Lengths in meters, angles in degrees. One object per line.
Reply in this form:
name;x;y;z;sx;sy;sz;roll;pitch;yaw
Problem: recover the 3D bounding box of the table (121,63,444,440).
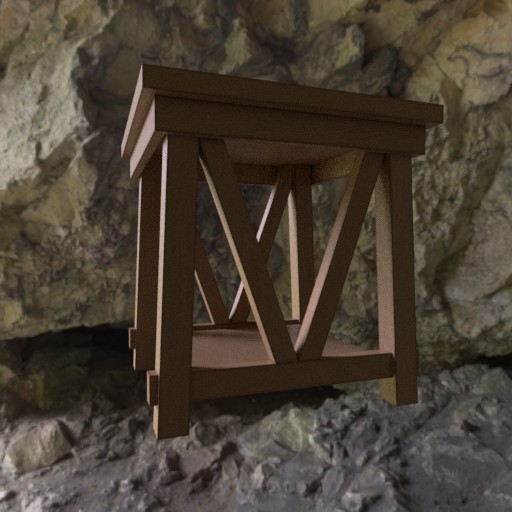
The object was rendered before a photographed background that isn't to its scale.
table;0.000;0.000;1.113;0.612;0.638;0.610;0;1;-20
